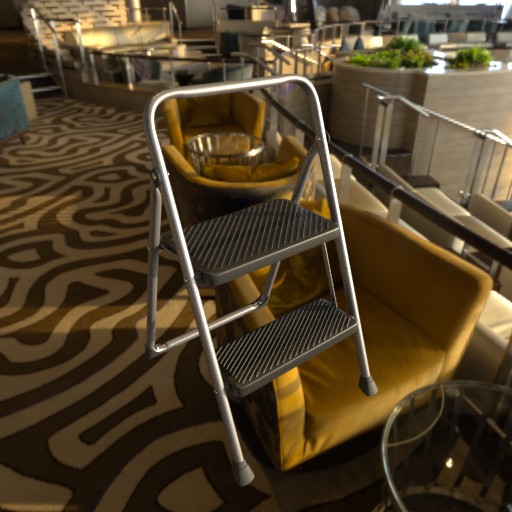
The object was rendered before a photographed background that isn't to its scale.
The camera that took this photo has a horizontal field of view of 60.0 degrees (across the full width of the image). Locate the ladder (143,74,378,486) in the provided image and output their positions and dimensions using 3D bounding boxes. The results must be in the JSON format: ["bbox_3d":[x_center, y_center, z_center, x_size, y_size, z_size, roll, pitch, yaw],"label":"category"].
[{"bbox_3d":[0.000,0.000,0.987,0.430,0.720,0.472,-21,36,-31],"label":"ladder"}]
